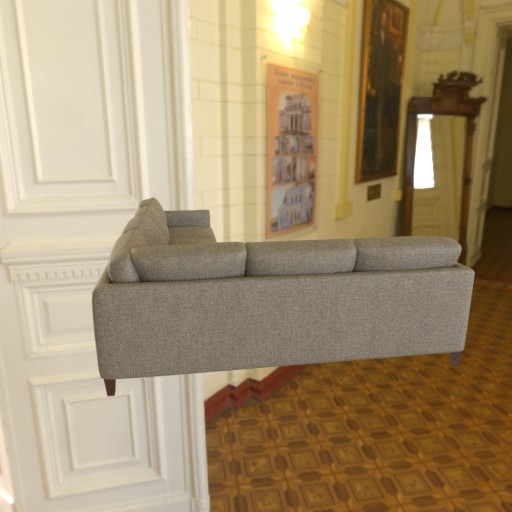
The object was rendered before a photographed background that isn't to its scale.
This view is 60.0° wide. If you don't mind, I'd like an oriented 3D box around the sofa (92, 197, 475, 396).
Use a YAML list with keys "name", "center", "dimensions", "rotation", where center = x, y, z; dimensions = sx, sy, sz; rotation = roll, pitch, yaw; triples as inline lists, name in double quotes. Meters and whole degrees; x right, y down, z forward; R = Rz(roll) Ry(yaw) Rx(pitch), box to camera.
- name: "sofa"
  center: [0.000, 0.000, 4.476]
  dimensions: [2.593, 0.947, 3.302]
  rotation: [-2, 15, -9]
